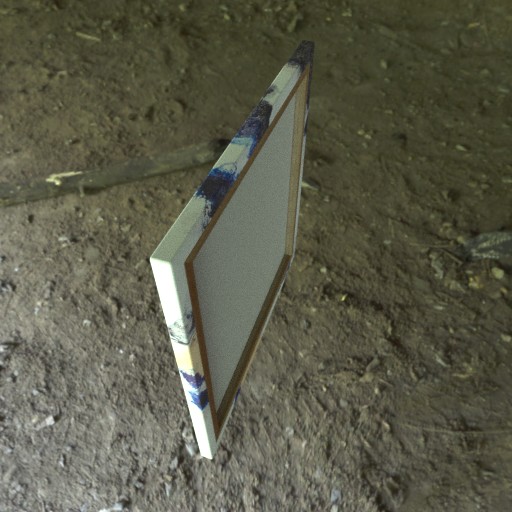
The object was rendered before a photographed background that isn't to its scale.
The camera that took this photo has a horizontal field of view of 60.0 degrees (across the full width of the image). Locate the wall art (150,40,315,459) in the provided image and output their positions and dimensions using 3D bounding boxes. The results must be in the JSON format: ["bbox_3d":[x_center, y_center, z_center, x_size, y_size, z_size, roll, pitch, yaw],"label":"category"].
[{"bbox_3d":[0.000,0.000,1.291,0.038,0.885,0.887,15,49,13],"label":"wall art"}]
